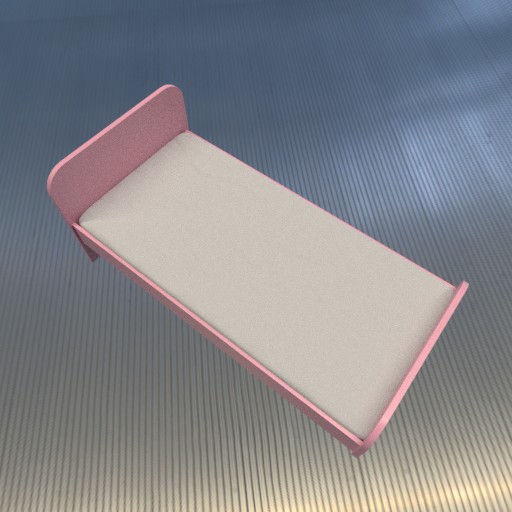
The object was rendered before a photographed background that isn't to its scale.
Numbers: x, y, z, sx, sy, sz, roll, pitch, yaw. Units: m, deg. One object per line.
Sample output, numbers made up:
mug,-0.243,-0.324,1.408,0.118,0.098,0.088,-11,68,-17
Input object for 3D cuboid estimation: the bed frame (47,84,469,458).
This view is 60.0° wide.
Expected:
bed frame,0.000,0.000,2.433,1.963,0.805,0.998,34,64,19
